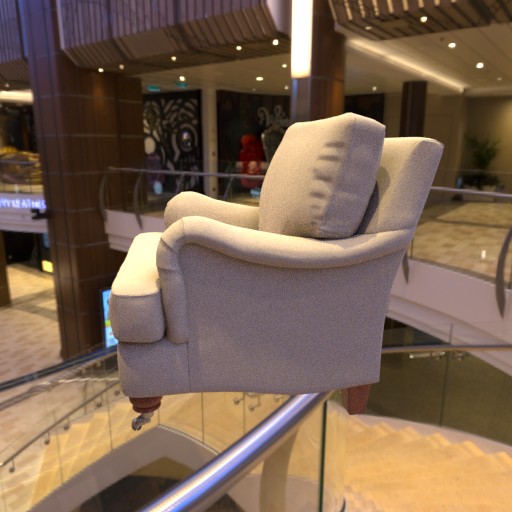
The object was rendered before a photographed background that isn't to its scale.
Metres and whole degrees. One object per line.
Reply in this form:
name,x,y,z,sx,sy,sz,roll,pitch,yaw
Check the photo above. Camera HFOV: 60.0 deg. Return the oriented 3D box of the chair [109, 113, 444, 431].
chair,0.000,0.000,1.808,1.078,1.076,0.895,-2,14,-9
